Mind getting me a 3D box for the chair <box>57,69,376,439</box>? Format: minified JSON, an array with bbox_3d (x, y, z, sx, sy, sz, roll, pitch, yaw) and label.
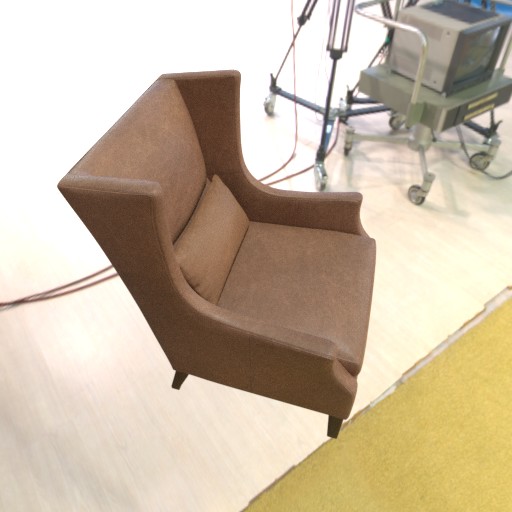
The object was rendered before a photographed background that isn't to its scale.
[{"bbox_3d":[0.000,0.000,1.681,0.913,1.088,0.815,11,47,10],"label":"chair"}]
